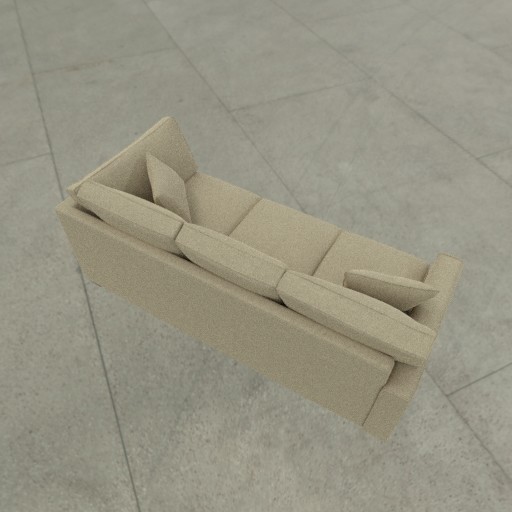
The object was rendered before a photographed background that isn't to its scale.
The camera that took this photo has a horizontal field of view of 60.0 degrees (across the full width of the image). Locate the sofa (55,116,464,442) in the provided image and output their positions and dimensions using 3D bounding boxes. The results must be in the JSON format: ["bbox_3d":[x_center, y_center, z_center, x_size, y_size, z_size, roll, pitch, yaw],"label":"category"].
[{"bbox_3d":[0.000,0.000,2.853,2.317,0.962,1.061,24,53,19],"label":"sofa"}]
